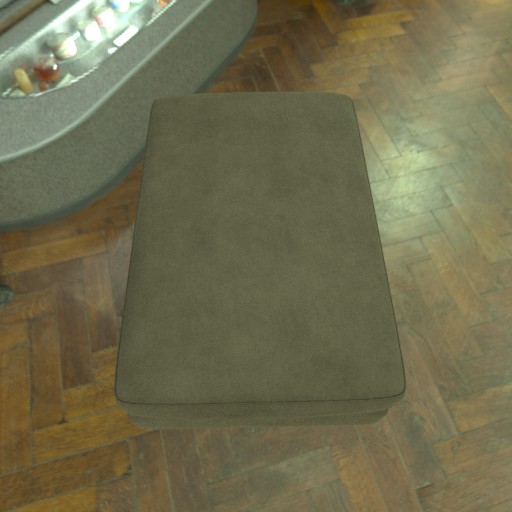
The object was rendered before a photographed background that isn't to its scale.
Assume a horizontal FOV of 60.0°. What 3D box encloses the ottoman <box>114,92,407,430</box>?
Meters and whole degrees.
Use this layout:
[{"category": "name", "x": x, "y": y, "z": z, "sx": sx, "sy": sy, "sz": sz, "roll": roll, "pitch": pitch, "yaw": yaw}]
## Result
[{"category": "ottoman", "x": 0.000, "y": 0.000, "z": 1.193, "sx": 0.584, "sy": 0.483, "sz": 0.864, "roll": -1, "pitch": 60, "yaw": -1}]
